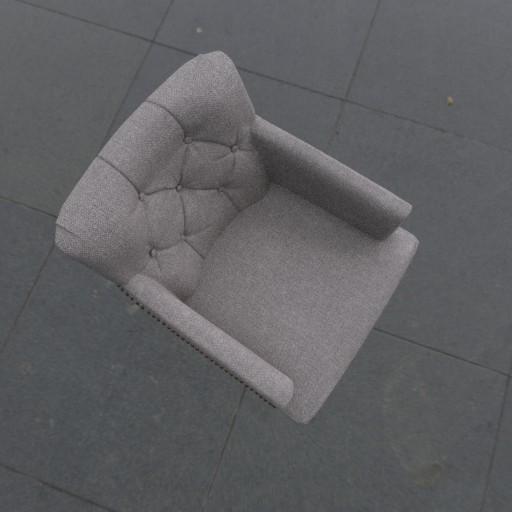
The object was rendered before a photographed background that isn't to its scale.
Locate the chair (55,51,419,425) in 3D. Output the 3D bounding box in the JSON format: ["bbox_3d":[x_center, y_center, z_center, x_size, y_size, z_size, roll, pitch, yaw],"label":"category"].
[{"bbox_3d":[0.000,0.000,1.504,0.902,0.823,0.737,34,77,9],"label":"chair"}]
